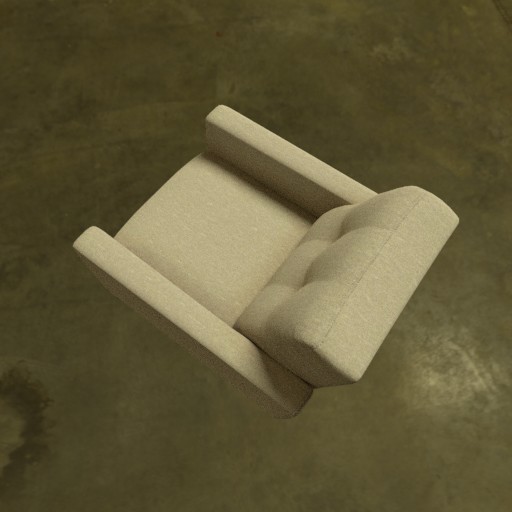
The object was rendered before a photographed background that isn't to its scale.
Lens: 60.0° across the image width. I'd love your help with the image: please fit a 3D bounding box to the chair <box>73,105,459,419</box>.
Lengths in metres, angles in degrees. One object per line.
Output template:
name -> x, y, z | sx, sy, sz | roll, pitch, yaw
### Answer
chair -> 0.000, 0.000, 1.807 | 1.128, 0.965, 0.897 | 34, 68, 15
